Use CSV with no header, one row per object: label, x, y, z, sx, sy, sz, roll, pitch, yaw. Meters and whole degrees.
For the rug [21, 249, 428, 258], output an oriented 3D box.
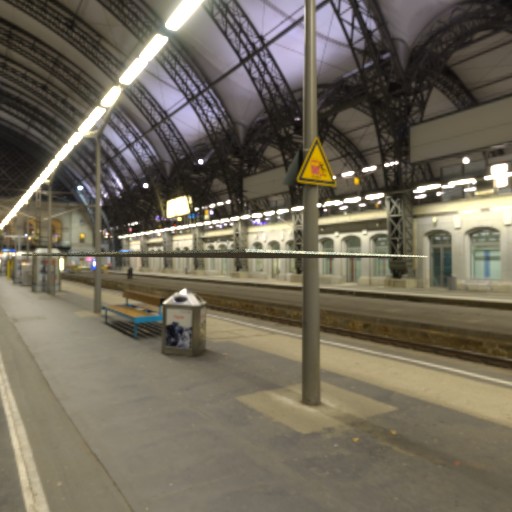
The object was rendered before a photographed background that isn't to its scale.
rug,0.000,0.000,2.321,1.260,0.009,1.820,-1,-1,36
